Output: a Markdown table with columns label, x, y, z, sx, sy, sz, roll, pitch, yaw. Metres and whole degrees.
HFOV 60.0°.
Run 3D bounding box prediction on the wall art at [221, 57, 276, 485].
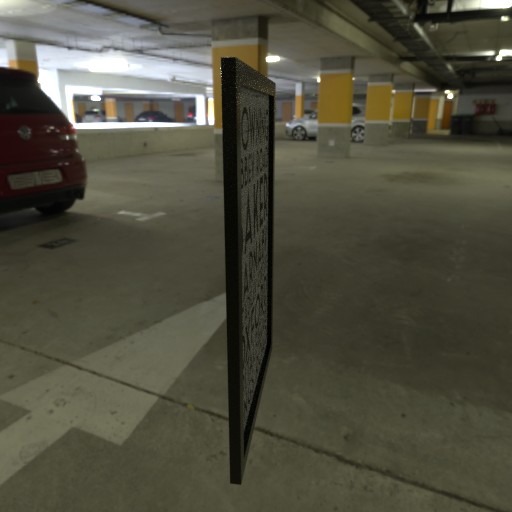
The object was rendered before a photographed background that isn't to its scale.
| label | x | y | z | sx | sy | sz | roll | pitch | yaw |
| --- | --- | --- | --- | --- | --- | --- | --- | --- | --- |
| wall art | 0.000 | 0.000 | 0.566 | 0.013 | 0.432 | 0.304 | 3 | 18 | 8 |
